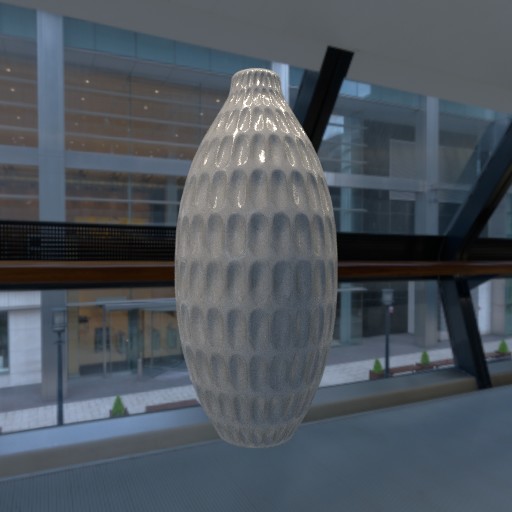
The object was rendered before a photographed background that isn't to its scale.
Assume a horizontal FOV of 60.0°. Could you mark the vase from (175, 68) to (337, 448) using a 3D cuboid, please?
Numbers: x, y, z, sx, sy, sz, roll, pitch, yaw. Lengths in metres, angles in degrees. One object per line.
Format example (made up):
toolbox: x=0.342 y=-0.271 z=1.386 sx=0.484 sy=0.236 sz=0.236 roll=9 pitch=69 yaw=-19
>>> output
vase: x=0.000 y=0.000 z=0.352 sx=0.127 sy=0.282 sz=0.127 roll=0 pitch=1 yaw=0
